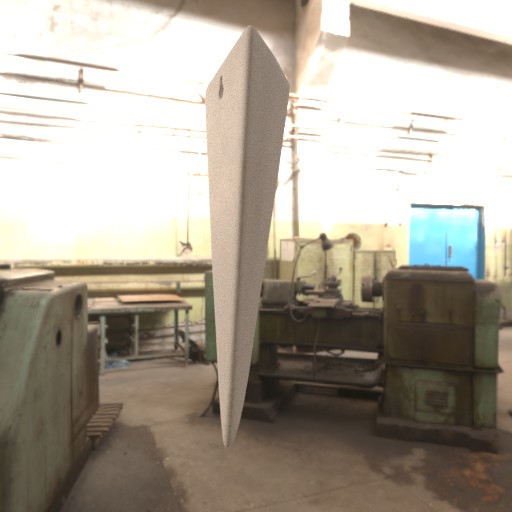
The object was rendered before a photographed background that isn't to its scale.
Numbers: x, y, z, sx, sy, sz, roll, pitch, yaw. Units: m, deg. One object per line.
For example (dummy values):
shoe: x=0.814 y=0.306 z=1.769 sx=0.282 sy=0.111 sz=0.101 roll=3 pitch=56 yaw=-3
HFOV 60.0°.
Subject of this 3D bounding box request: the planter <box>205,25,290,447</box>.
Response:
planter: x=0.000 y=0.000 z=0.399 sx=0.065 sy=0.338 sz=0.143 roll=0 pitch=1 yaw=-20
